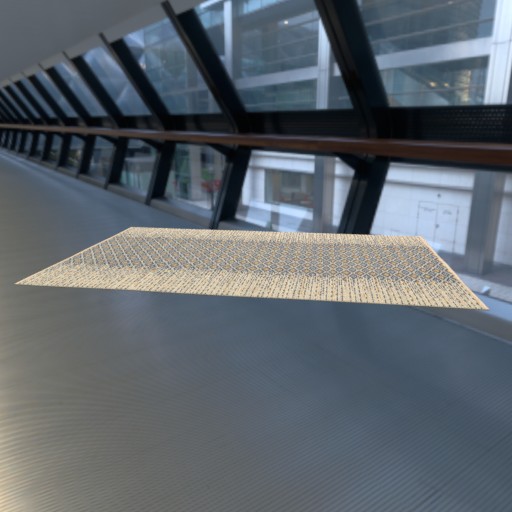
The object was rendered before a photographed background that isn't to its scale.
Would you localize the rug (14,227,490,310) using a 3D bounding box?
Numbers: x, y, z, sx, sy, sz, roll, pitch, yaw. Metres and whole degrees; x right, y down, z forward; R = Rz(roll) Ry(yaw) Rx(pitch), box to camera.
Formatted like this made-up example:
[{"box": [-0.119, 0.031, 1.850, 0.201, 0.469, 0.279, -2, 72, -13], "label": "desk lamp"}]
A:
[{"box": [0.000, 0.000, 2.984, 2.448, 0.008, 1.541, 2, 16, 8], "label": "rug"}]
